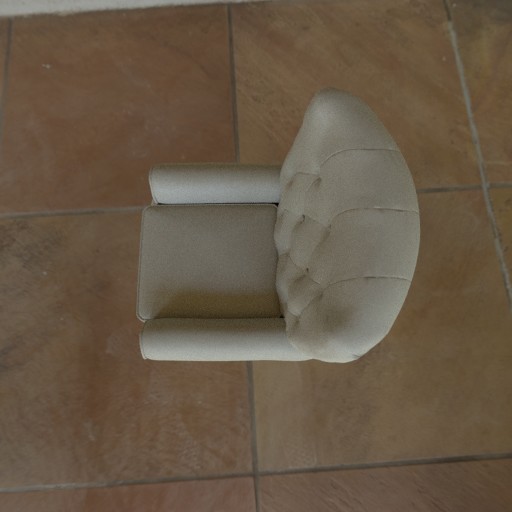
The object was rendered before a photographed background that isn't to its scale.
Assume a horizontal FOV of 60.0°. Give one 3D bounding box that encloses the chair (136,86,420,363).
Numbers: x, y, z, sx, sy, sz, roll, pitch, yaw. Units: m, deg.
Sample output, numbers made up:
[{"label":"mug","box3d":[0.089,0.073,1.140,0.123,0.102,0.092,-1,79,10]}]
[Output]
[{"label":"chair","box3d":[0.000,0.000,1.917,1.059,1.158,0.943,0,74,0]}]
